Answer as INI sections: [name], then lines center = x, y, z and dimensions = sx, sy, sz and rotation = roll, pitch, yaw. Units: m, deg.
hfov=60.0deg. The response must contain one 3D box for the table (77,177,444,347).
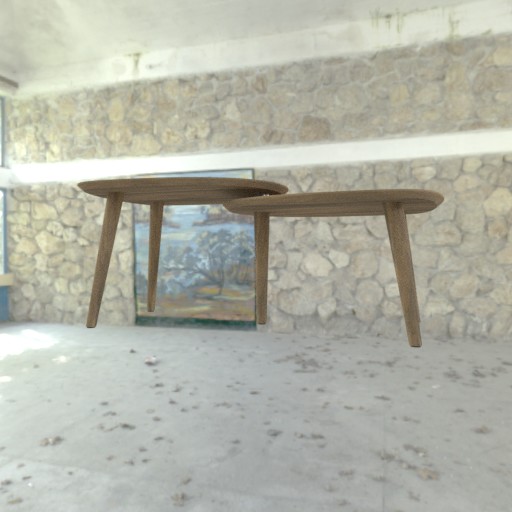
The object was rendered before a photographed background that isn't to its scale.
[table]
center = 0.000, 0.000, 1.384
dimensions = 1.084, 0.429, 0.527
rotation = 0, 0, 17
